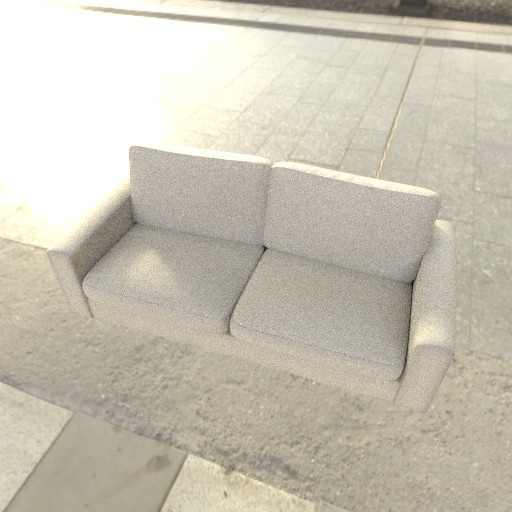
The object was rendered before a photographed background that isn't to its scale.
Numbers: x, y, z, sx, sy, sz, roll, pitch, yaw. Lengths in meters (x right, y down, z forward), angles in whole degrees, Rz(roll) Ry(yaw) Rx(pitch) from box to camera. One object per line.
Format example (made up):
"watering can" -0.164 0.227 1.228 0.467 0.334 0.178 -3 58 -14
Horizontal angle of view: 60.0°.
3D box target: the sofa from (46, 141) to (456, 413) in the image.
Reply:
"sofa" 0.000 0.000 2.617 2.179 0.873 1.016 13 43 14
